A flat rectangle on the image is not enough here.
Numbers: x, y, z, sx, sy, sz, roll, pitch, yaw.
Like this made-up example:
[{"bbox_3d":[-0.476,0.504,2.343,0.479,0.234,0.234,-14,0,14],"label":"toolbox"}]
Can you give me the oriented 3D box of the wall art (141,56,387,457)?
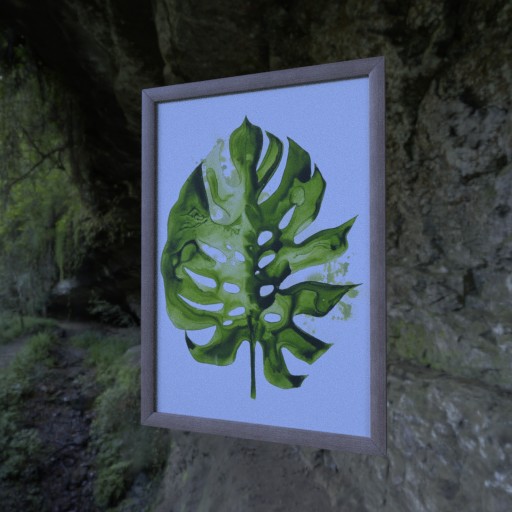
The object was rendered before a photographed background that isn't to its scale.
[{"bbox_3d":[0.000,0.000,0.631,0.356,0.509,0.031,0,-1,18],"label":"wall art"}]
